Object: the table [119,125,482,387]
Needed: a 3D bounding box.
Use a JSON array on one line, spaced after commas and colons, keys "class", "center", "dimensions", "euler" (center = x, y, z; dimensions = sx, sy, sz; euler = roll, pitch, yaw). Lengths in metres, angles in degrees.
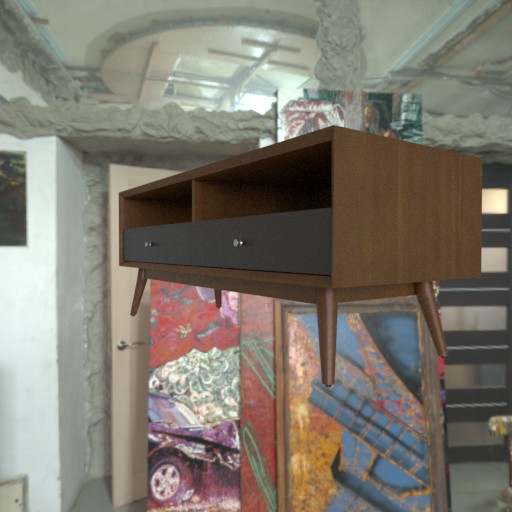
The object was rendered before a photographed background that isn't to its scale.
[{"class": "table", "center": [0.000, 0.000, 1.344], "dimensions": [0.490, 0.464, 1.119], "euler": [-1, 1, -35]}]
